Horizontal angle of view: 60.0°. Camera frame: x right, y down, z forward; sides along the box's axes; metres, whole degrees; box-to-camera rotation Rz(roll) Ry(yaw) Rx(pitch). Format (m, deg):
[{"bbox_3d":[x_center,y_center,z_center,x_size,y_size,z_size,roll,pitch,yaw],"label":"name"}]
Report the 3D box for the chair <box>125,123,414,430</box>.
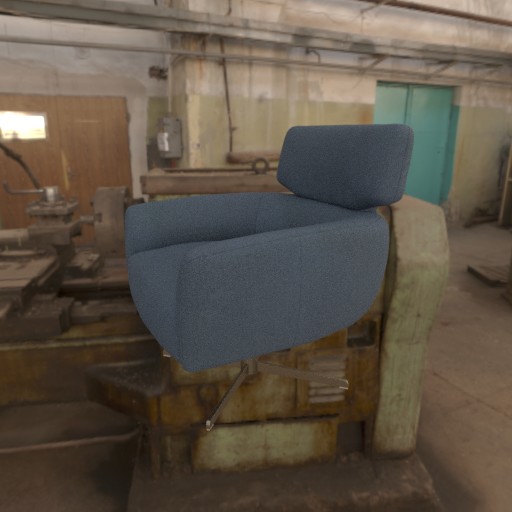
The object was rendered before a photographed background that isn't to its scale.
[{"bbox_3d":[0.000,0.000,1.422,0.761,0.813,0.738,-7,17,-25],"label":"chair"}]
